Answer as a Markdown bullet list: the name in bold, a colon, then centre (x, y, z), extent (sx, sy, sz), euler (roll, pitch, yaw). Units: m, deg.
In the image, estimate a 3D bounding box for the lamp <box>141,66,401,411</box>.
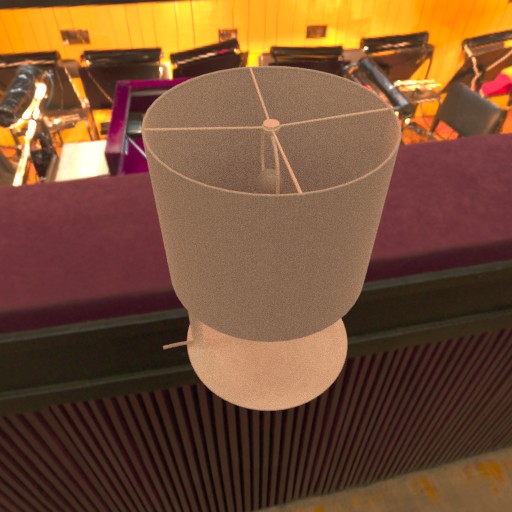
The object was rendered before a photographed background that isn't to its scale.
- **lamp**: centre (0.000, 0.000, 0.678), extent (0.341, 0.454, 0.299), euler (-7, 46, -7)
